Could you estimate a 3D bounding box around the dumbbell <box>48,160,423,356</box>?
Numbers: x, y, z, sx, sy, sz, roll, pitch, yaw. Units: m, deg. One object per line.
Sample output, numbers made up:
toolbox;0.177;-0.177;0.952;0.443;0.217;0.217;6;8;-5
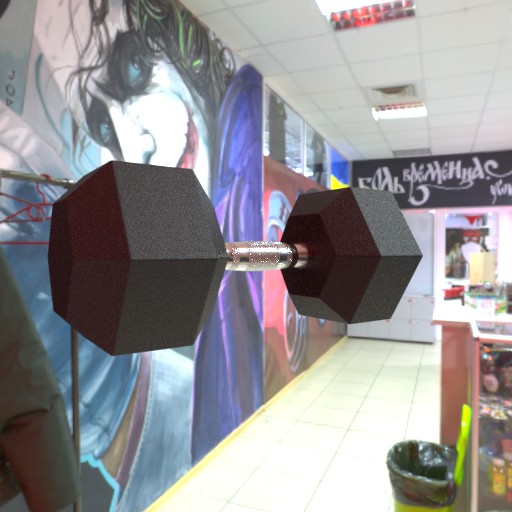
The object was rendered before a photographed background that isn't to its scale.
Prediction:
dumbbell;0.000;0.000;0.328;0.271;0.106;0.122;-1;1;-34
